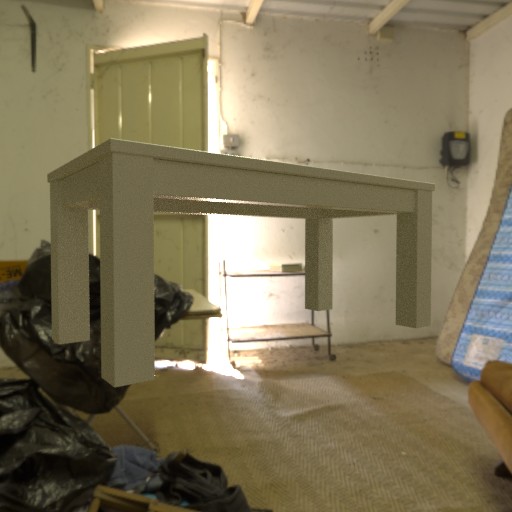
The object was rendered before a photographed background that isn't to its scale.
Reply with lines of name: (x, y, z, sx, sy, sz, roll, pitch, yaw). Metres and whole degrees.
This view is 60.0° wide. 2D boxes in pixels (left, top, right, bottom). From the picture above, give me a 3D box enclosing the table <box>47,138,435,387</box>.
table: (0.000, 0.000, 2.290, 1.800, 0.790, 0.900, -1, 2, -37)
